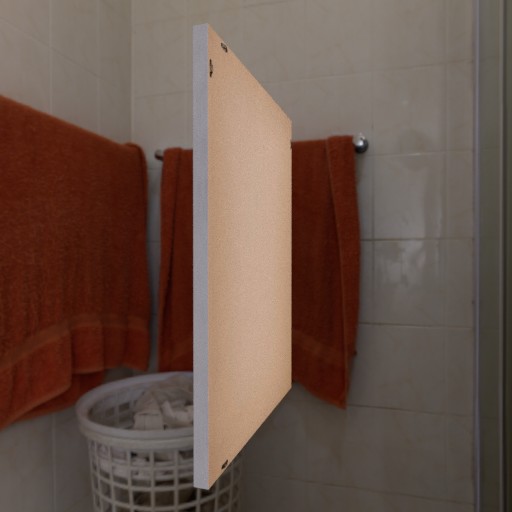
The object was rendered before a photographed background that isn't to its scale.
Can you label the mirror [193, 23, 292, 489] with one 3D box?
[{"bbox_3d":[0.000,0.000,1.332,0.041,1.016,0.762,0,1,18],"label":"mirror"}]
